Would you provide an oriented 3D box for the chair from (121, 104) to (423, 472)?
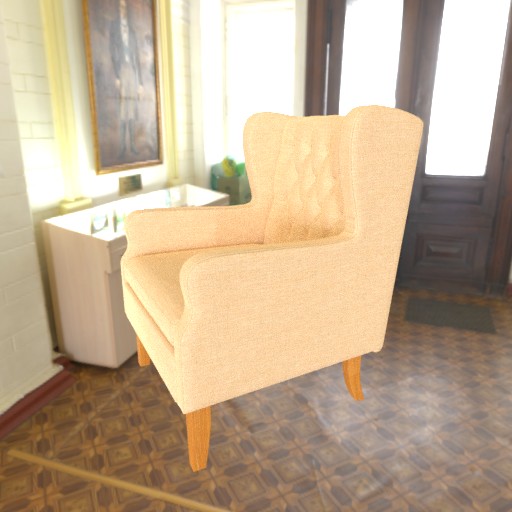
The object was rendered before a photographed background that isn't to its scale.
[{"bbox_3d":[0.000,0.000,1.463,0.760,0.930,0.710,-8,18,-26],"label":"chair"}]
